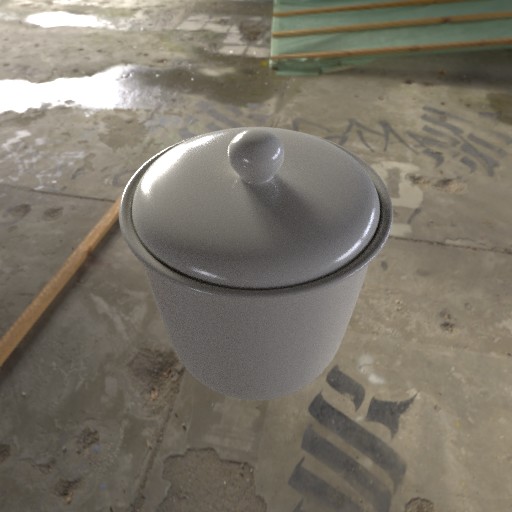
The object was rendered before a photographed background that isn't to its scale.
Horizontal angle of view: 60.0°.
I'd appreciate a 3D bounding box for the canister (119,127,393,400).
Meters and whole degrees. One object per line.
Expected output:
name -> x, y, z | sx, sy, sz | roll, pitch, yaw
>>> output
canister -> 0.000, 0.000, 0.341 | 0.182, 0.208, 0.182 | 0, 45, 0
